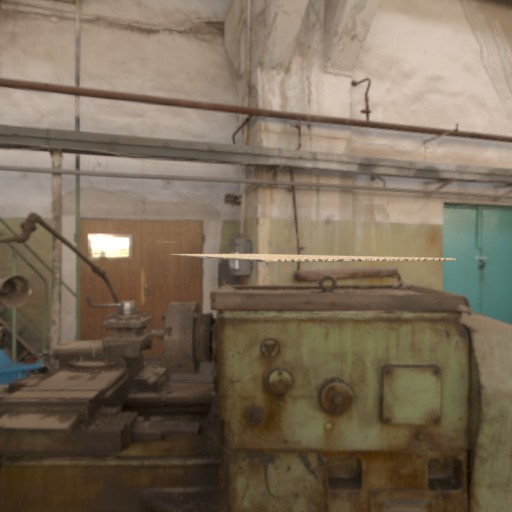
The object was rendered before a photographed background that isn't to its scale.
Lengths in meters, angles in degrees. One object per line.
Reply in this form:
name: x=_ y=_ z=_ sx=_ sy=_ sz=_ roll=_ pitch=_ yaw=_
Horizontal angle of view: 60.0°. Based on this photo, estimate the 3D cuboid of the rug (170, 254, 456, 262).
rug: x=0.000 y=0.000 z=2.435 sx=0.686 sy=0.008 sz=2.286 roll=0 pitch=1 yaw=-17
